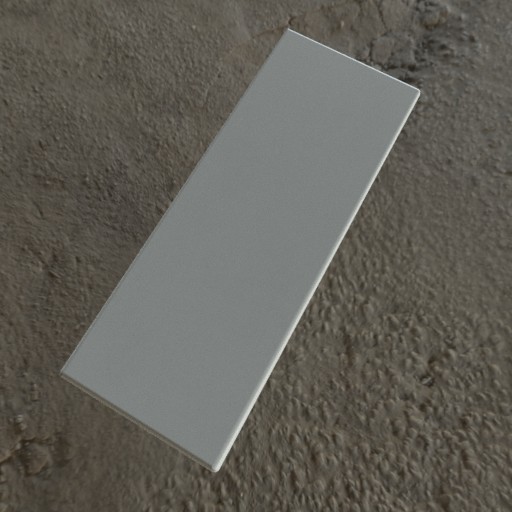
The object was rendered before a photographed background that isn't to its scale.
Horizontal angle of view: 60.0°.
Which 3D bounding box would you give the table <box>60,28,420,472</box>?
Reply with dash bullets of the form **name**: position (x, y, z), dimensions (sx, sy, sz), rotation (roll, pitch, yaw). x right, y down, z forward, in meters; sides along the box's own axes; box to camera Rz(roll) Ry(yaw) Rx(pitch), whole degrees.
- **table**: position (0.000, 0.000, 1.549), dimensions (0.459, 0.740, 1.184), rotation (29, 77, 7)
